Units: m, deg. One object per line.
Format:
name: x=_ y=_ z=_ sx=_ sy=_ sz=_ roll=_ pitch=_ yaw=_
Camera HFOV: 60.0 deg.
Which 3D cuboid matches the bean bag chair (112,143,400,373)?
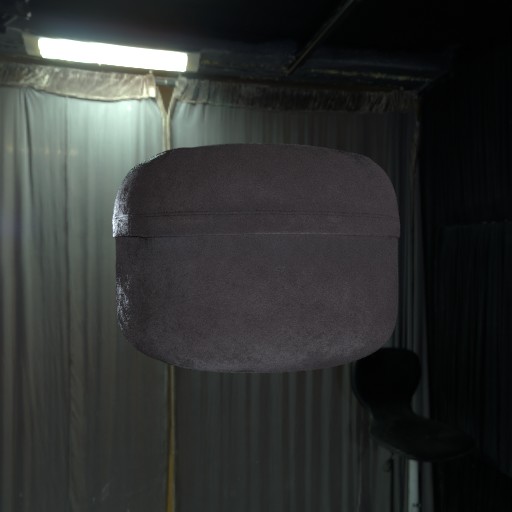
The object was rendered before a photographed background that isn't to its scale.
bean bag chair: x=0.000 y=0.000 z=1.492 sx=0.918 sy=0.605 sz=0.918 roll=0 pitch=1 yaw=0
